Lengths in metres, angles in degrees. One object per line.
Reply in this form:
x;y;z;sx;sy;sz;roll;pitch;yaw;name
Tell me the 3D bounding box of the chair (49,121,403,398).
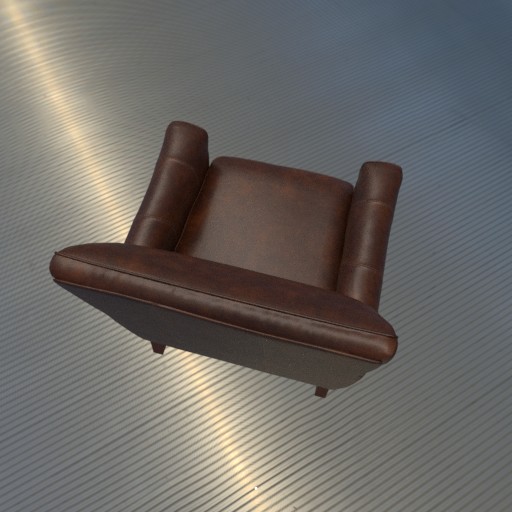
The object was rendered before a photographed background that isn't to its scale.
0.000;0.000;1.562;0.870;0.943;0.823;13;63;7;chair
